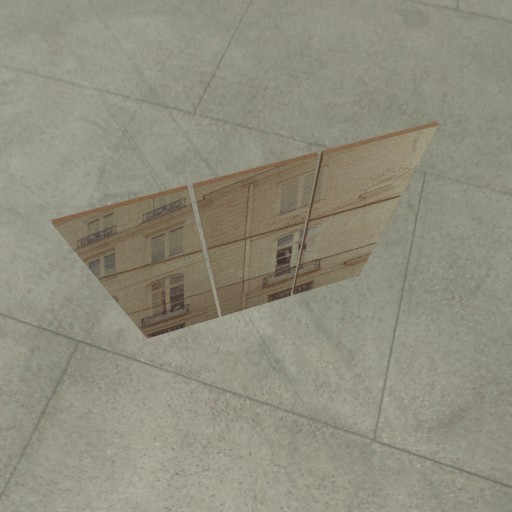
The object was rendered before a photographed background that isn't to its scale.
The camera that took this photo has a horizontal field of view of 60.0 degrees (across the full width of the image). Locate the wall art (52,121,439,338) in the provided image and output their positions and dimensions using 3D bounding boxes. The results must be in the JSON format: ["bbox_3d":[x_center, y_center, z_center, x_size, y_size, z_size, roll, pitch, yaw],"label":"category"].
[{"bbox_3d":[0.000,0.000,1.417,0.915,0.913,0.018,-16,65,-7],"label":"wall art"}]
